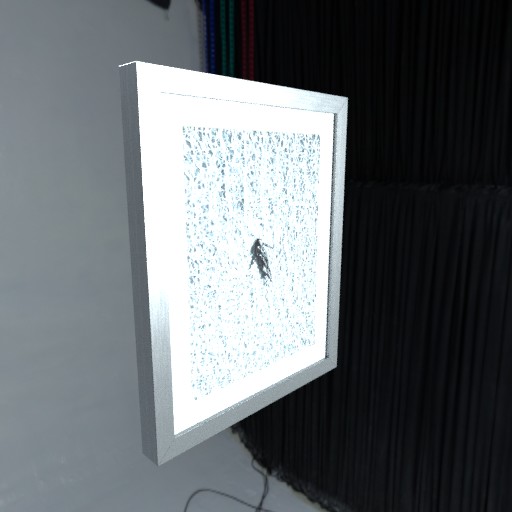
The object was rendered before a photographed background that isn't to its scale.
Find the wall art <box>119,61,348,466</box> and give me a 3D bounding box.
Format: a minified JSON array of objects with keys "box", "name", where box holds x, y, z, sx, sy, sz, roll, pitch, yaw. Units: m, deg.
[{"box":[0.000,0.000,0.520,0.030,0.379,0.308,12,17,44],"name":"wall art"}]
